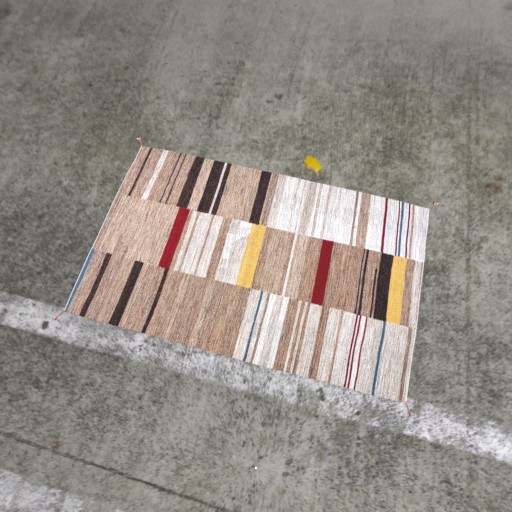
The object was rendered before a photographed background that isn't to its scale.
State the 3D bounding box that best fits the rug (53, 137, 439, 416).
[{"bbox_3d":[0.000,0.000,2.478,1.918,0.007,1.268,14,65,6],"label":"rug"}]
